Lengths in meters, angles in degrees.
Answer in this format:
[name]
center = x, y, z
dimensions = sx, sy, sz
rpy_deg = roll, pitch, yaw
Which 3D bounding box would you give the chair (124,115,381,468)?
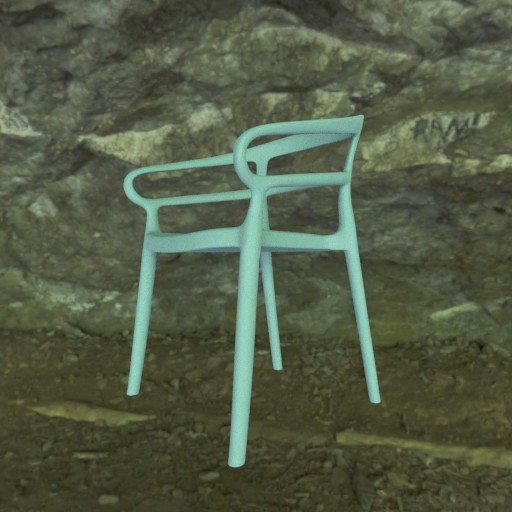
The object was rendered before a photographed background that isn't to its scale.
[chair]
center = 0.000, 0.000, 1.149
dimensions = 0.527, 0.761, 0.559
rpy_deg = -1, 1, -37
